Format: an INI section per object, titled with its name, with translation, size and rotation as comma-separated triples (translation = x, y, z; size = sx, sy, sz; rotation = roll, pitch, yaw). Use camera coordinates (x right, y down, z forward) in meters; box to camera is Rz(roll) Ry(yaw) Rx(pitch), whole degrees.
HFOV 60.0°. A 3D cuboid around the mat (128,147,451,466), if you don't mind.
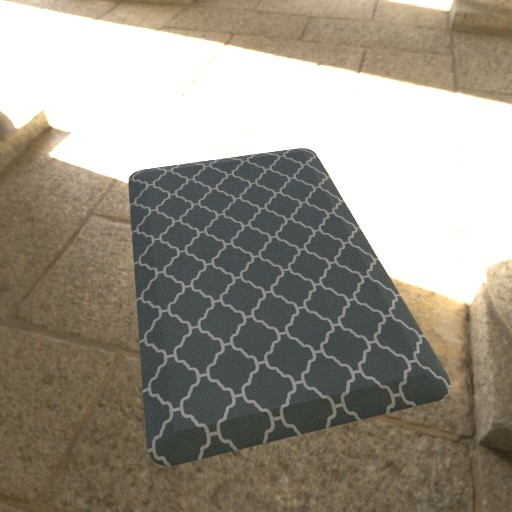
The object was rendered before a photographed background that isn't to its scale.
[mat]
translation = 0.000, 0.000, 0.940
size = 0.508, 0.021, 0.762
rotation = -10, 47, -9
